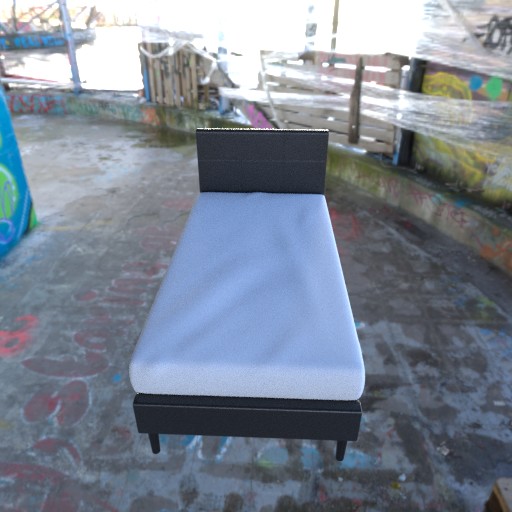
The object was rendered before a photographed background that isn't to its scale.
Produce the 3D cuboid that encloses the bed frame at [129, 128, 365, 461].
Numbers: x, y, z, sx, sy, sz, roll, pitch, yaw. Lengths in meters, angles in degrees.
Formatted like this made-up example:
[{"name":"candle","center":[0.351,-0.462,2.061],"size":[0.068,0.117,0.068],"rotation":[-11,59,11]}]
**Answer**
[{"name":"bed frame","center":[0.000,0.000,2.615],"size":[1.038,1.046,2.152],"rotation":[1,30,2]}]
